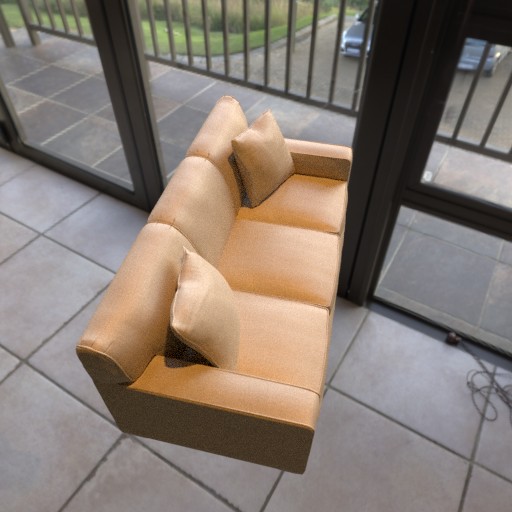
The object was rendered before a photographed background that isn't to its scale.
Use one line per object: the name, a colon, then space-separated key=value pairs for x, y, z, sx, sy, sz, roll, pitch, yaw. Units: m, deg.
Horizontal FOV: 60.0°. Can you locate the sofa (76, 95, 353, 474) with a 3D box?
sofa: x=0.000 y=0.000 z=2.577 sx=0.997 sy=0.958 sz=2.024 roll=9 pitch=48 yaw=9
